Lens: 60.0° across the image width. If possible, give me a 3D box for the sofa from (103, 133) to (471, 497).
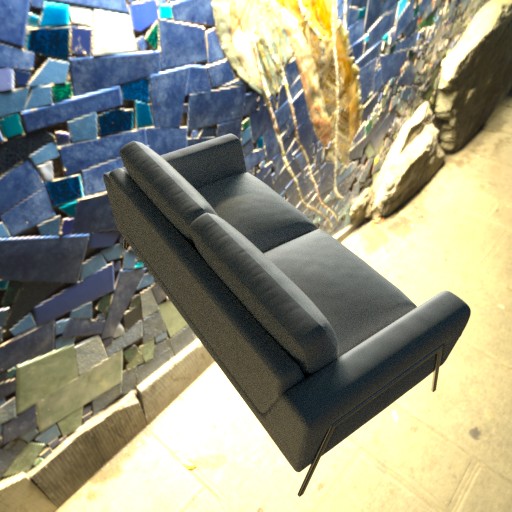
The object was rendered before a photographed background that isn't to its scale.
[{"bbox_3d":[0.000,0.000,2.461,0.953,0.875,2.017,-25,48,-25],"label":"sofa"}]
